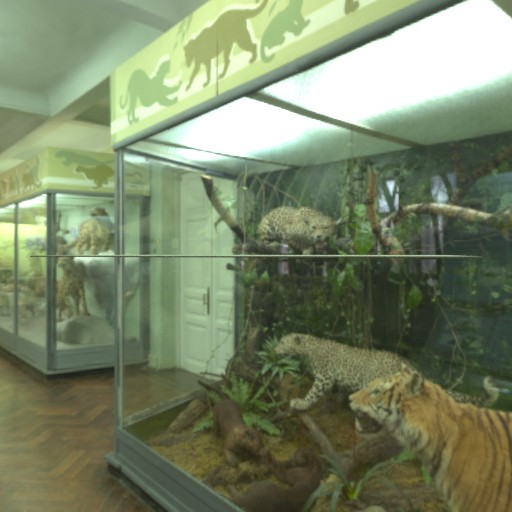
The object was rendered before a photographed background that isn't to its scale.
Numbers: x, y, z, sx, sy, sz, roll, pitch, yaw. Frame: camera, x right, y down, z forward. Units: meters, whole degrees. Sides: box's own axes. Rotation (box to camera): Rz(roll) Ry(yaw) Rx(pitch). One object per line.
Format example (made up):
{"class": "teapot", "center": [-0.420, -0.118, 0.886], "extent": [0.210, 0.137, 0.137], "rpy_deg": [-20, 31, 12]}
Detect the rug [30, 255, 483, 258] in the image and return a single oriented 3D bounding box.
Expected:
{"class": "rug", "center": [0.000, 0.000, 3.577], "extent": [3.048, 0.011, 1.546], "rpy_deg": [0, 0, 18]}
